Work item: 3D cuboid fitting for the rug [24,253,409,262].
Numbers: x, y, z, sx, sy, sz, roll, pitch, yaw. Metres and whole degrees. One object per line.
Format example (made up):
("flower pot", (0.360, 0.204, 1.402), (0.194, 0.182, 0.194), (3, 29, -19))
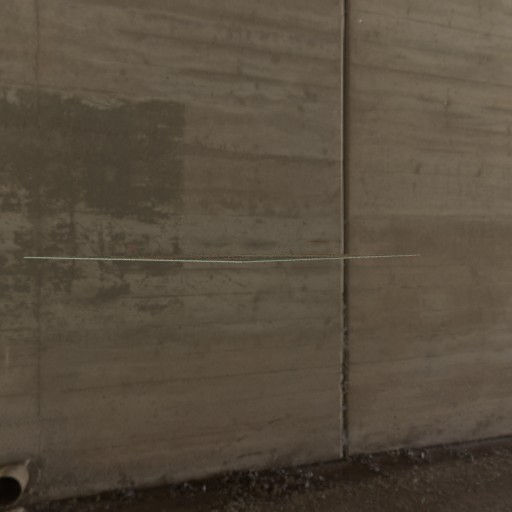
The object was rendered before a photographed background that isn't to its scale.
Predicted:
("rug", (0.000, 0.000, 2.987), (1.566, 0.004, 2.363), (1, 1, 36))
